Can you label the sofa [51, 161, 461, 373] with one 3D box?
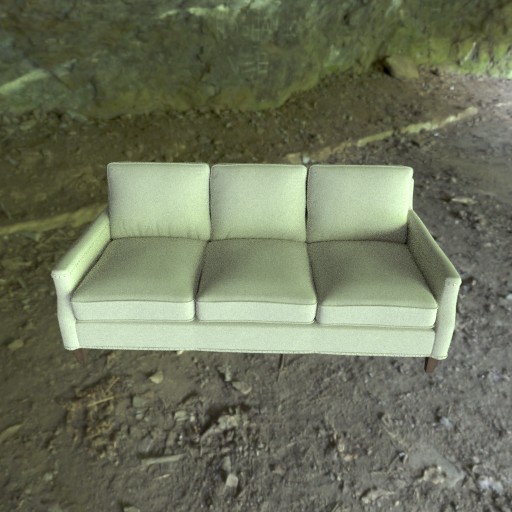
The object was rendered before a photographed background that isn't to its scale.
[{"bbox_3d":[0.000,0.000,2.857,2.246,1.003,1.084,1,30,2],"label":"sofa"}]
